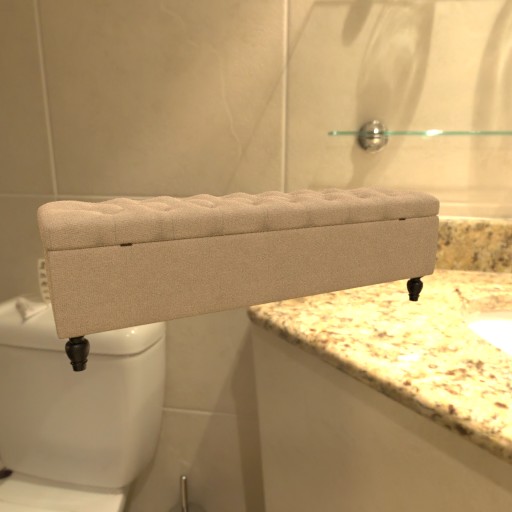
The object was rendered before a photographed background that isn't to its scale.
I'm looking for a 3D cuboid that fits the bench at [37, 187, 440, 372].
[{"bbox_3d":[0.000,0.000,1.713,1.480,0.467,0.455,-7,15,-26],"label":"bench"}]
